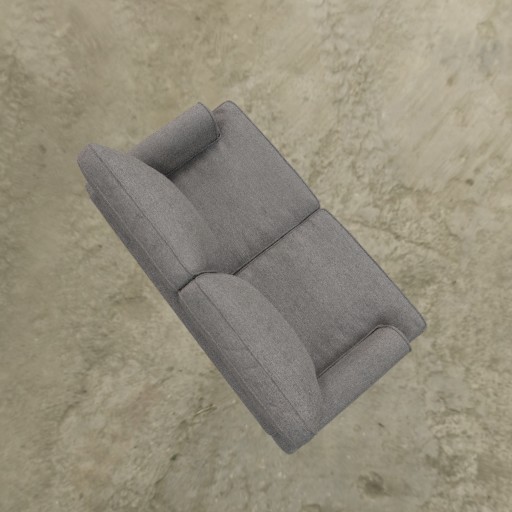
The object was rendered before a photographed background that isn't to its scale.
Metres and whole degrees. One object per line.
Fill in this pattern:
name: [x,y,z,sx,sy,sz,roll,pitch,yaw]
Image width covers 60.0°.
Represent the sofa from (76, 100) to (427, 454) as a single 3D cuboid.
sofa: [0.000,0.000,2.245,0.965,0.965,1.651,-38,79,-8]
